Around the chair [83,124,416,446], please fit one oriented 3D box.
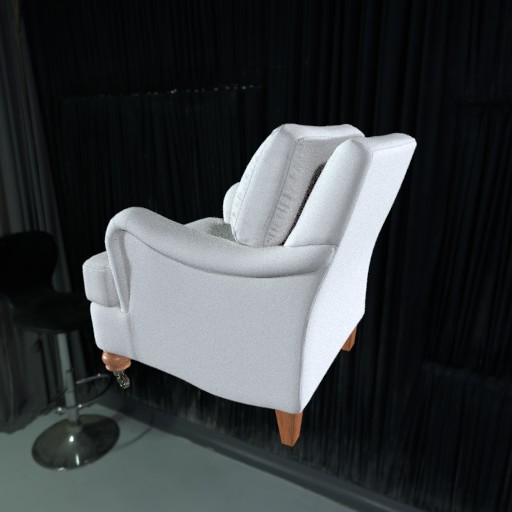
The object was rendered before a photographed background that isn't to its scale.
[{"bbox_3d":[0.000,0.000,1.822,1.070,1.038,0.955,8,18,25],"label":"chair"}]
